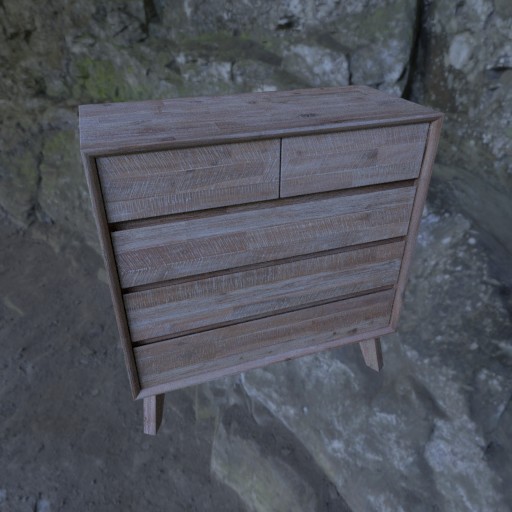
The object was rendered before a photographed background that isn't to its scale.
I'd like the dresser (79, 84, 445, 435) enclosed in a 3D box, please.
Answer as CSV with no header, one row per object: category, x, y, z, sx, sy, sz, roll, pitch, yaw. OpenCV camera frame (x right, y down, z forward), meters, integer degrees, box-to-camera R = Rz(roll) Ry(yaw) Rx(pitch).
dresser,0.000,0.000,1.593,0.998,1.029,0.455,-10,33,-16
